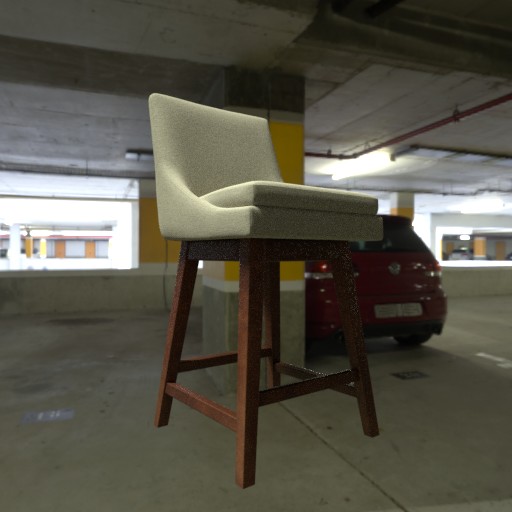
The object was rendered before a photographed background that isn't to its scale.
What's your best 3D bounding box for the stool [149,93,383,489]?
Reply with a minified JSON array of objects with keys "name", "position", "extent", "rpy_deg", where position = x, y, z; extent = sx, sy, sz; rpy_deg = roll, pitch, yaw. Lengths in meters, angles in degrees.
[{"name":"stool","position":[0.000,0.000,1.286],"extent":[0.469,0.991,0.559],"rpy_deg":[0,0,-37]}]
